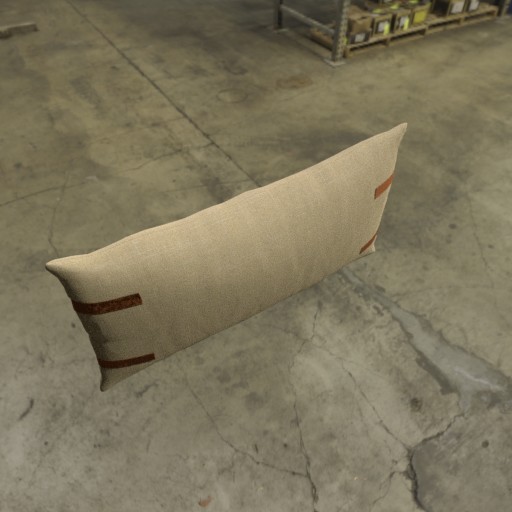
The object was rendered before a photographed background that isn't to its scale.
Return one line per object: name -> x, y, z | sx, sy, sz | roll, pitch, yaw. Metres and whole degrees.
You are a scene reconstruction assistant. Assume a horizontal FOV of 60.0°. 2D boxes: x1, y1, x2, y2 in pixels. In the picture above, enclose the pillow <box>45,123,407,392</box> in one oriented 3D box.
pillow -> 0.000, 0.000, 0.742 | 0.612, 0.308, 0.148 | -25, 51, -22
